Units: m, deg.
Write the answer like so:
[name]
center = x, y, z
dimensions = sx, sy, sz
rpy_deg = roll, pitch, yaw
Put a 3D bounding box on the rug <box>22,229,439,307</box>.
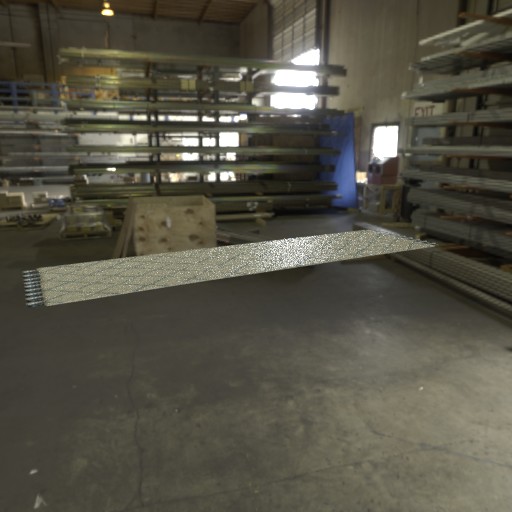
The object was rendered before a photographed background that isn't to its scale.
[rug]
center = 0.000, 0.000, 2.539
dimensions = 2.372, 0.008, 0.620
rpy_deg = -8, 16, -28
